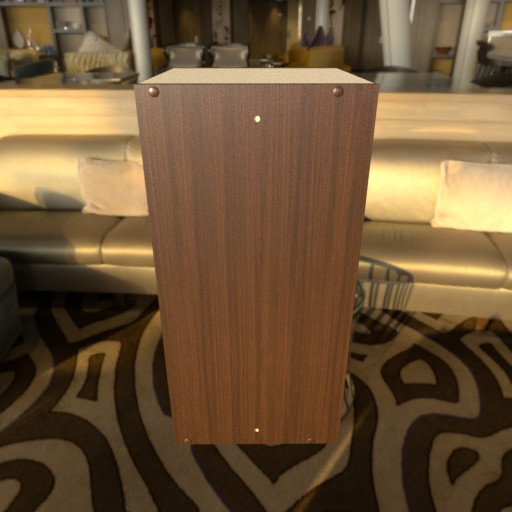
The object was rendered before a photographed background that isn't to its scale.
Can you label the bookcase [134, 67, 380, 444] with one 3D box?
[{"bbox_3d":[0.000,0.000,0.788,0.290,0.600,0.300,0,27,0],"label":"bookcase"}]
